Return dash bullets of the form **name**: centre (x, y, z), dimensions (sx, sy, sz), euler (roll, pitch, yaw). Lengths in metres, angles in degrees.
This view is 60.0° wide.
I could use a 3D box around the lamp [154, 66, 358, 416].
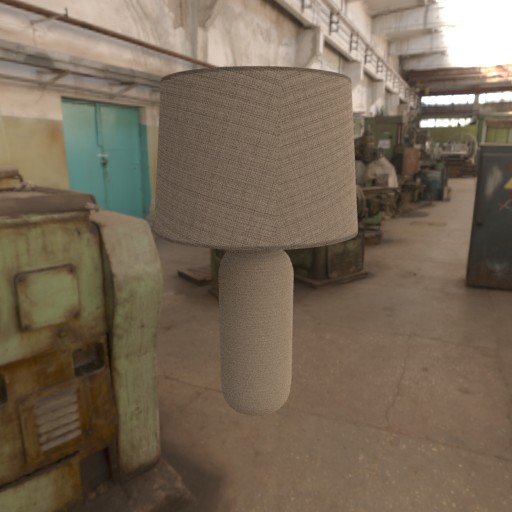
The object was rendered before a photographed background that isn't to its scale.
- **lamp**: centre (0.000, 0.000, 0.829), dimensions (0.367, 0.609, 0.367), euler (0, 14, 0)
